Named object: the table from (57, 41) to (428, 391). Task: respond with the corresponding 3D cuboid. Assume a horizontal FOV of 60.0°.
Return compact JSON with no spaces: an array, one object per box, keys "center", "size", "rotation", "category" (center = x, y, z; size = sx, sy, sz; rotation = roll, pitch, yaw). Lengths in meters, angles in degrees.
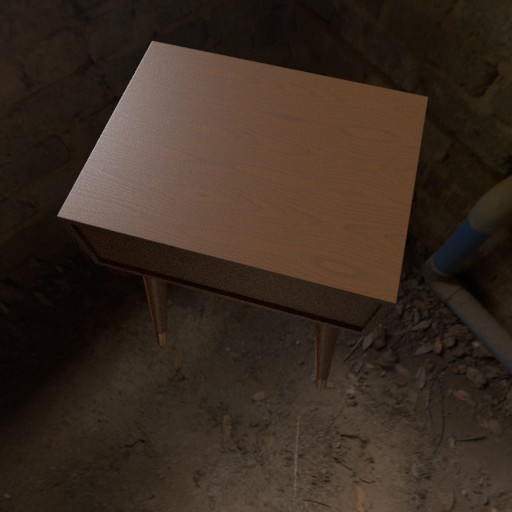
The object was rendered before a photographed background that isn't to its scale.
[{"center":[0.000,0.000,0.810],"size":[0.406,0.599,0.300],"rotation":[14,66,7],"category":"table"}]
